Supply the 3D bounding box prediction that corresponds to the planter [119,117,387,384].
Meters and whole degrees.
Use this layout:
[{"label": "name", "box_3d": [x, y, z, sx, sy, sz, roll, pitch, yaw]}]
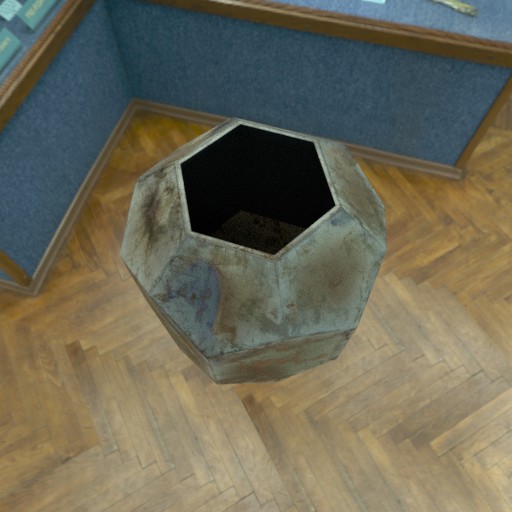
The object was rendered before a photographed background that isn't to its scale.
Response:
[{"label": "planter", "box_3d": [0.000, 0.000, 0.442, 0.221, 0.238, 0.243, 16, 64, 8]}]
